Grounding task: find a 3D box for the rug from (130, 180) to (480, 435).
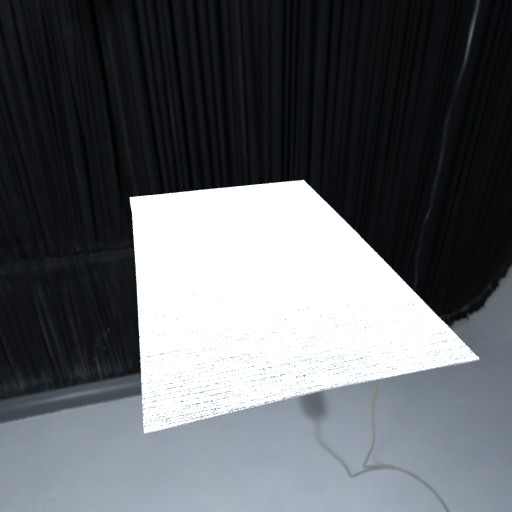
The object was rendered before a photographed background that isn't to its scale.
[{"bbox_3d":[0.000,0.000,2.142,1.149,0.021,1.773,-8,32,-13],"label":"rug"}]
